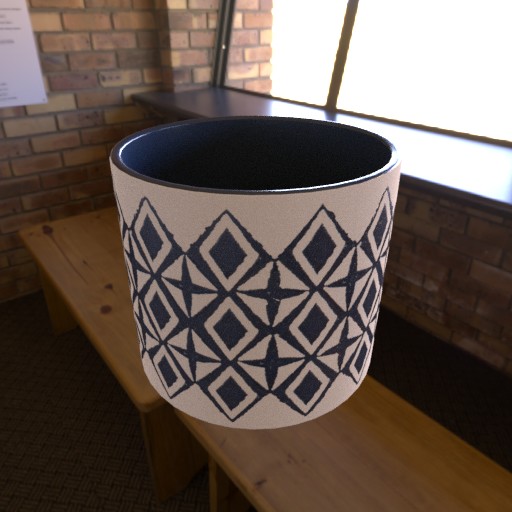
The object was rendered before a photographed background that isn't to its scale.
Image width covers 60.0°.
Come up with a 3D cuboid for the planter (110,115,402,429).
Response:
[{"bbox_3d":[0.000,0.000,0.323,0.182,0.165,0.182,0,29,0],"label":"planter"}]
